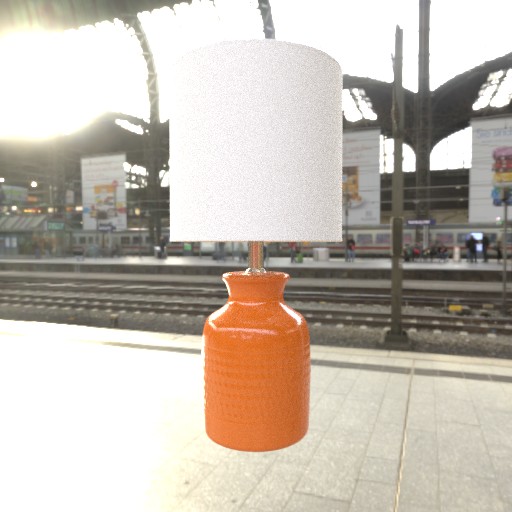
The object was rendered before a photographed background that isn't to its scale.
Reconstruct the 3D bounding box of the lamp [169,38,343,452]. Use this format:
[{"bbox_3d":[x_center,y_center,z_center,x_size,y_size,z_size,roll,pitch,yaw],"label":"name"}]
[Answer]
[{"bbox_3d":[0.000,0.000,1.095,0.418,0.871,0.418,1,2,19],"label":"lamp"}]
